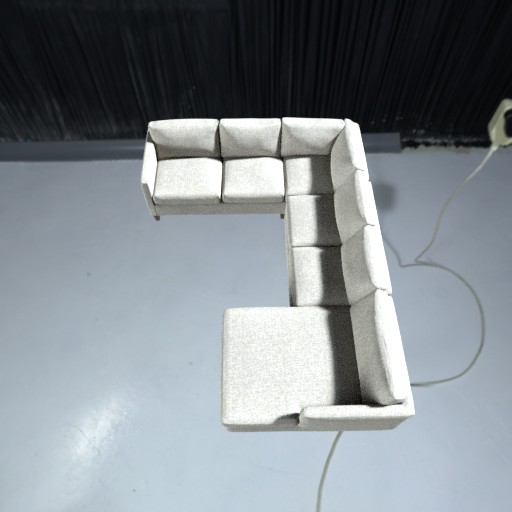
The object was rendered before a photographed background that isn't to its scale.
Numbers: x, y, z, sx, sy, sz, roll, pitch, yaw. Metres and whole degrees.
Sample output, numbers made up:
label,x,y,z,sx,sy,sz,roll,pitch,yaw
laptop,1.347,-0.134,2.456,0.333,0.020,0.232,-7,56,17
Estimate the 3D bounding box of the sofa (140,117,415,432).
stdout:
label,x,y,z,sx,sy,sz,roll,pitch,yaw
sofa,0.000,0.000,4.710,2.593,0.959,3.460,-1,59,-1
